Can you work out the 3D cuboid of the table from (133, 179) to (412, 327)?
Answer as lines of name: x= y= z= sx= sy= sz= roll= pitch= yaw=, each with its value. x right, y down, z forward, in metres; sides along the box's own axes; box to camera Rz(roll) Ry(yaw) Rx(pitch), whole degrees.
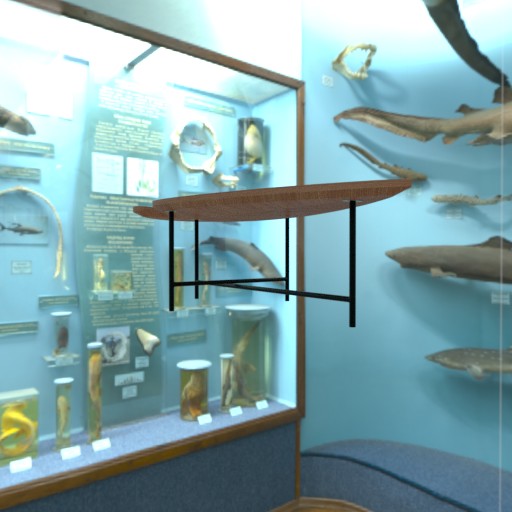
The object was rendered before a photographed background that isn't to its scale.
table: x=0.000 y=0.000 z=1.491 sx=0.598 sy=0.360 sz=1.199 roll=0 pitch=1 yaw=-36
